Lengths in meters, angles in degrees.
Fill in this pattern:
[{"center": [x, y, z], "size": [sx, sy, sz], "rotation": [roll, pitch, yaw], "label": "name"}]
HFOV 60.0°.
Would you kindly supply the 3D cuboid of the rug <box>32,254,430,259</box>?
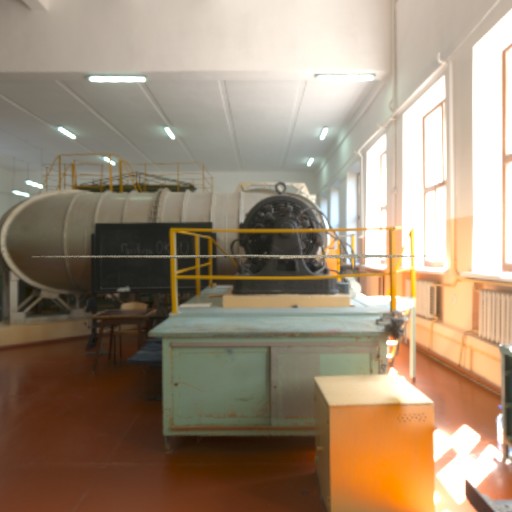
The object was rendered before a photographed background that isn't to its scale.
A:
[{"center": [0.000, 0.000, 4.220], "size": [2.430, 0.030, 3.054], "rotation": [0, 0, 35], "label": "rug"}]
